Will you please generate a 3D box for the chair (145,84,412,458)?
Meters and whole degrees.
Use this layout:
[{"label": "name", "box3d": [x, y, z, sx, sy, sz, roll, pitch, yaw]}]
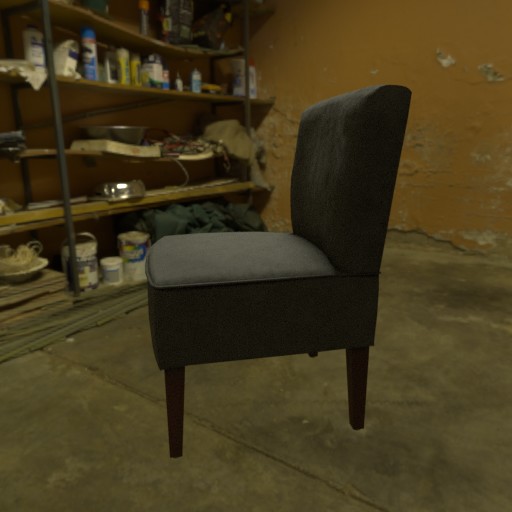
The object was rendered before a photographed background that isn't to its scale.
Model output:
[{"label": "chair", "box3d": [0.000, 0.000, 1.154, 0.554, 0.806, 0.521, -2, 14, -9]}]
